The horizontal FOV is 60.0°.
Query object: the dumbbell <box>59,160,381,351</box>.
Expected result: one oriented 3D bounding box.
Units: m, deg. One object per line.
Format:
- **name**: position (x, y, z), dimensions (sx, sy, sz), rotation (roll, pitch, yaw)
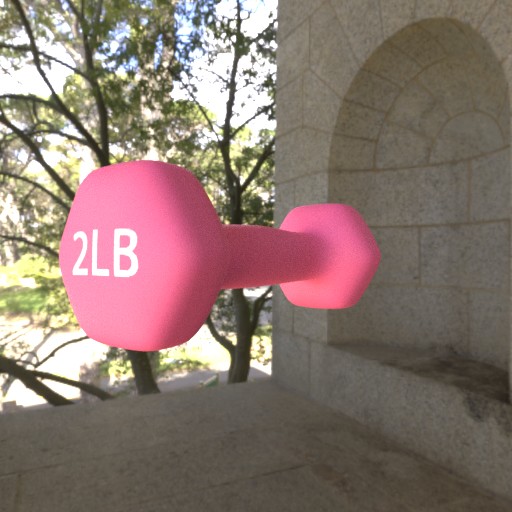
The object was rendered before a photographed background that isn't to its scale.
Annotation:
- **dumbbell**: position (0.000, 0.000, 0.177), dimensions (0.058, 0.053, 0.146), rotation (0, 0, 36)
